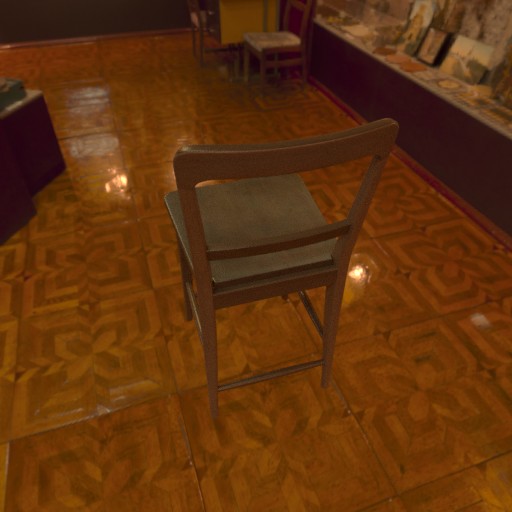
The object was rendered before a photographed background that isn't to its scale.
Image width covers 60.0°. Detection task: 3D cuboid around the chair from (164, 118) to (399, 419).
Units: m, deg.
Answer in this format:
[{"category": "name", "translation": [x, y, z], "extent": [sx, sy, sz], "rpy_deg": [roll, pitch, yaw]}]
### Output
[{"category": "chair", "translation": [0.000, 0.000, 1.298], "extent": [0.450, 0.991, 0.546], "rpy_deg": [-11, 42, -12]}]
